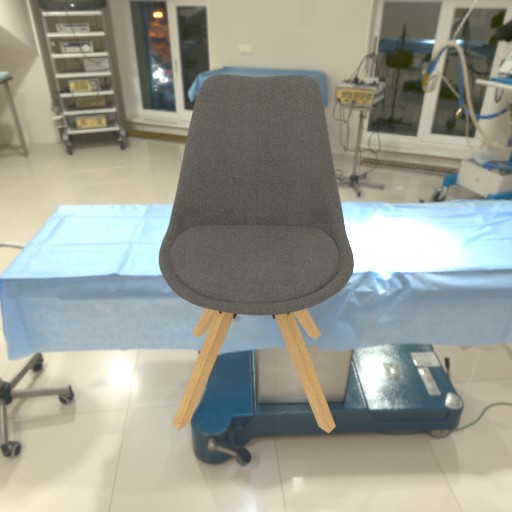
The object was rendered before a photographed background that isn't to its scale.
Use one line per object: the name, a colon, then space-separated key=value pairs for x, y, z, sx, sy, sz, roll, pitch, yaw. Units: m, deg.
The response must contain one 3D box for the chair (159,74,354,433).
chair: x=0.000 y=0.000 z=1.206 sx=0.485 sy=0.850 sz=0.550 roll=1 pitch=31 yaw=1
